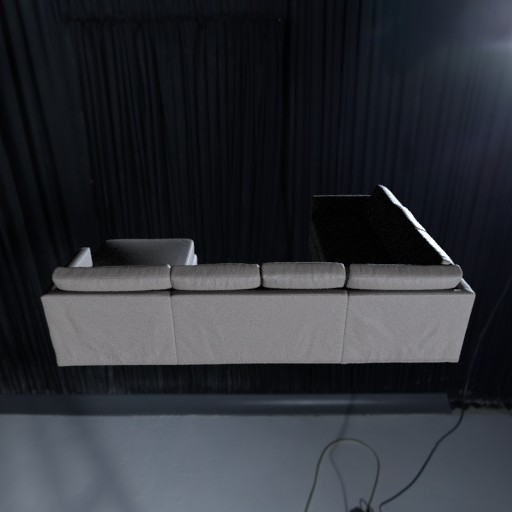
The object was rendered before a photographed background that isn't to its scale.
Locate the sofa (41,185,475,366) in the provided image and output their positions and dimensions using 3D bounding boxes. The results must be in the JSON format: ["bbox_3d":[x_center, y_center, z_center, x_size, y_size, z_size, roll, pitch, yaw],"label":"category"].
[{"bbox_3d":[0.000,0.000,4.665,3.460,0.882,2.427,0,27,-1],"label":"sofa"}]
